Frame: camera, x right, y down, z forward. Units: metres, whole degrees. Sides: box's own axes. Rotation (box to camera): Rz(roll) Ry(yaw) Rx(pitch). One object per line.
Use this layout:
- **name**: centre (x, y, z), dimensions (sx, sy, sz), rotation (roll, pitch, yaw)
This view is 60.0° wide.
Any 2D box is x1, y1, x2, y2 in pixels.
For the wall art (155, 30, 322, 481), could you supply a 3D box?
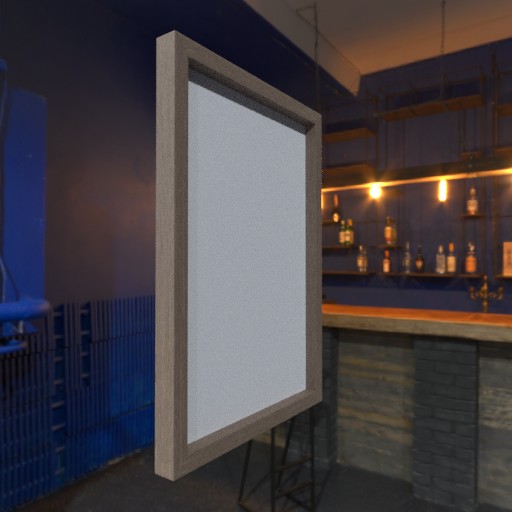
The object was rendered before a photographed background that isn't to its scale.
- **wall art**: centre (0.000, 0.000, 0.655), dimensions (0.032, 0.510, 0.358), rotation (-1, -1, 36)
